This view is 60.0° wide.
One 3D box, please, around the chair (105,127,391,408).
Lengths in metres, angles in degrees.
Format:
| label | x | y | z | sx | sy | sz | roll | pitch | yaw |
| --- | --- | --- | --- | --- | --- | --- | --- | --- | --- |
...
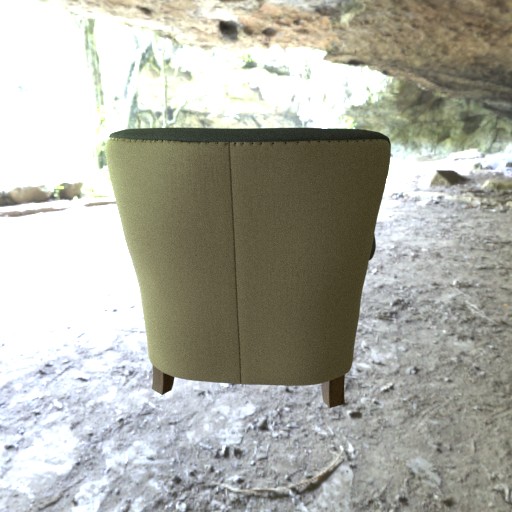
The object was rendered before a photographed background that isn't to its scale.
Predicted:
| label | x | y | z | sx | sy | sz | roll | pitch | yaw |
| --- | --- | --- | --- | --- | --- | --- | --- | --- | --- |
| chair | 0.000 | 0.000 | 1.678 | 0.861 | 0.936 | 0.921 | 2 | 17 | 8 |
